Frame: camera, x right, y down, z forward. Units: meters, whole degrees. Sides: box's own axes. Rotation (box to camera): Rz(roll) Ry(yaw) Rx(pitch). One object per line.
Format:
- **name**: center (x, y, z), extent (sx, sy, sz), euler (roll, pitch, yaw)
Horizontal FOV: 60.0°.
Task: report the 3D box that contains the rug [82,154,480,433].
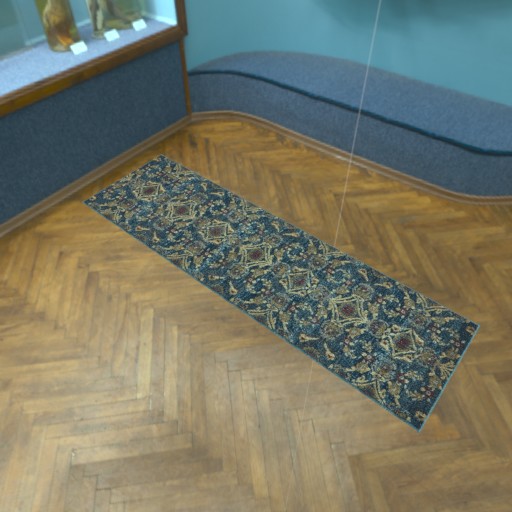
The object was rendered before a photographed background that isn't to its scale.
- **rug**: center (0.000, 0.000, 2.491), extent (2.292, 0.014, 0.685), euler (31, 54, 25)
